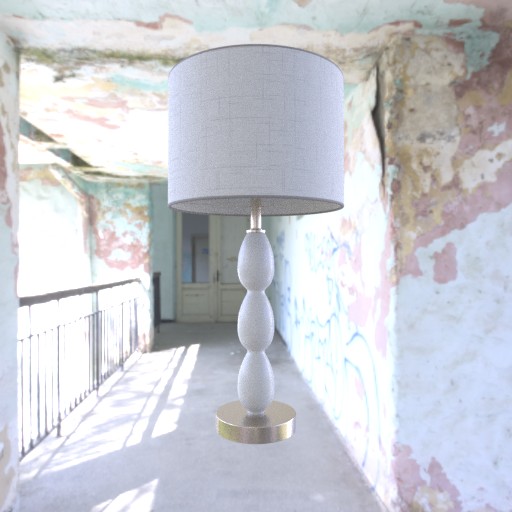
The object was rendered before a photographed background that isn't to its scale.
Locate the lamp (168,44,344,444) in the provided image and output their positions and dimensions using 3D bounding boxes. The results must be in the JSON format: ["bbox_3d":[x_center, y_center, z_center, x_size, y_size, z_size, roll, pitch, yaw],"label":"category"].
[{"bbox_3d":[0.000,0.000,0.722,0.282,0.559,0.280,0,0,-2],"label":"lamp"}]
